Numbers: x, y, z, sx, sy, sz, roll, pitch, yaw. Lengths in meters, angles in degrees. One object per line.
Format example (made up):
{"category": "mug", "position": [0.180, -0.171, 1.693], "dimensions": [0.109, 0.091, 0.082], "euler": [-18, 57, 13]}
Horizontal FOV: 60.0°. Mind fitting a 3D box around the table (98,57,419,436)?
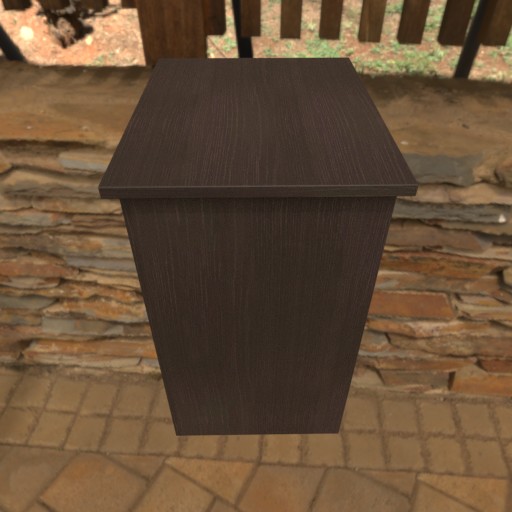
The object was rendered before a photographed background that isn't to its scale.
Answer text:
{"category": "table", "position": [0.000, 0.000, 0.914], "dimensions": [0.381, 0.635, 0.480], "euler": [-1, 41, -1]}
